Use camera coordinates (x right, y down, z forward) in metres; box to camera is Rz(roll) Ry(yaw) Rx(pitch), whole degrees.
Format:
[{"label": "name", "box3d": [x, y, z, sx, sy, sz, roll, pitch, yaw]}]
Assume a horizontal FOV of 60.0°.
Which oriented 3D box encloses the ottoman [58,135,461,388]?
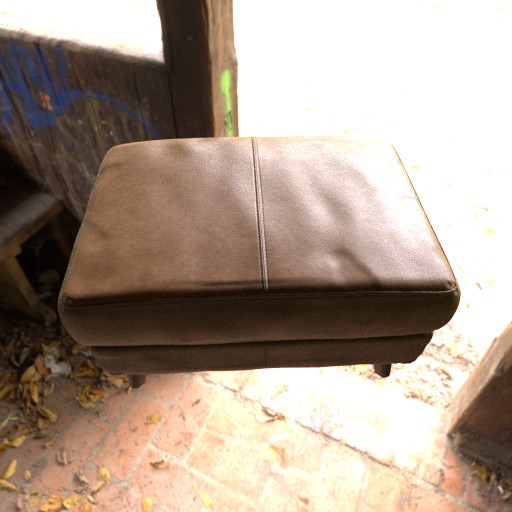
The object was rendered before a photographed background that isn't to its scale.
[{"label": "ottoman", "box3d": [0.000, 0.000, 1.221, 0.869, 0.461, 0.630, -2, 47, -2]}]
